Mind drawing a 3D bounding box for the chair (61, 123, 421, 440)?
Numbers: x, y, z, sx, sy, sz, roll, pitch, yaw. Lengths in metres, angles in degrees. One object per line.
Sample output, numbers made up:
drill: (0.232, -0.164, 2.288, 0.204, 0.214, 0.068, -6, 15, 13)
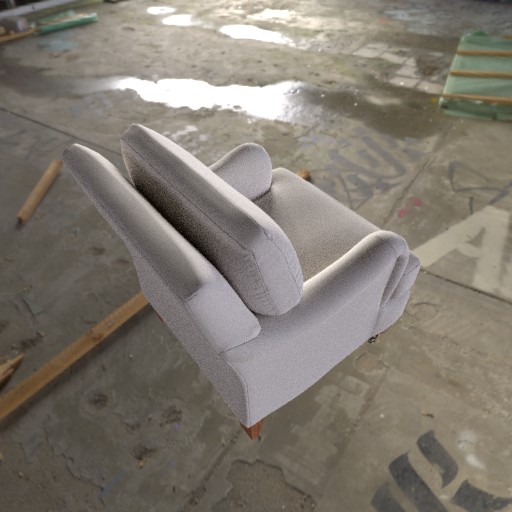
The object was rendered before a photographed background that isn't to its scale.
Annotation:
chair: (0.000, 0.000, 1.829, 1.070, 1.038, 0.955, -27, 49, -26)
